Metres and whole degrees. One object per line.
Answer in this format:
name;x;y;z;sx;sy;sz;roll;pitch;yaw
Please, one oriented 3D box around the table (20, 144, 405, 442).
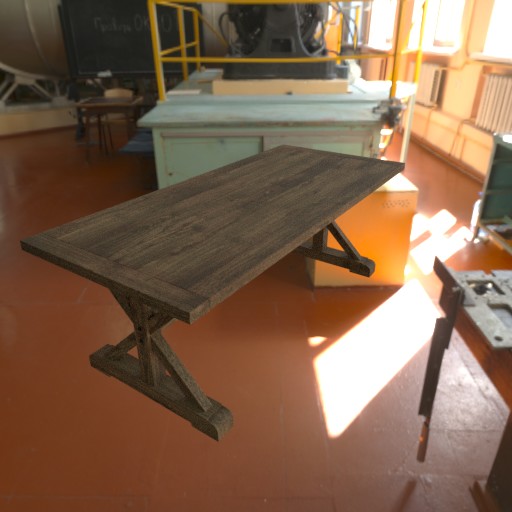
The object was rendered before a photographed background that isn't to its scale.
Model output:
table;0.000;0.000;2.460;0.907;0.733;2.031;17;32;30
